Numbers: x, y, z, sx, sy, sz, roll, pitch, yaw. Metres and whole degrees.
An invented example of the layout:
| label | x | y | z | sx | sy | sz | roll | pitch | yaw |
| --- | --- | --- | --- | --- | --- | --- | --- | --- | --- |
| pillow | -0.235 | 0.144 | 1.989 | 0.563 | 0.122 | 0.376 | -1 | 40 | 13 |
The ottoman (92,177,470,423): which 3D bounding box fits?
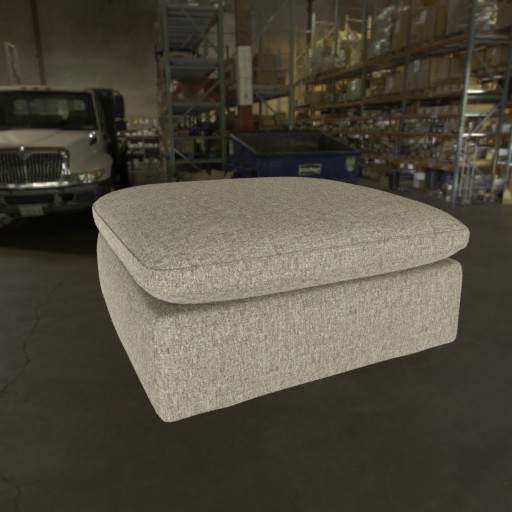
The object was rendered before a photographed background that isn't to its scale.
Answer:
| label | x | y | z | sx | sy | sz | roll | pitch | yaw |
| --- | --- | --- | --- | --- | --- | --- | --- | --- | --- |
| ottoman | 0.000 | 0.000 | 1.616 | 1.035 | 0.526 | 1.039 | -8 | 18 | -25 |
